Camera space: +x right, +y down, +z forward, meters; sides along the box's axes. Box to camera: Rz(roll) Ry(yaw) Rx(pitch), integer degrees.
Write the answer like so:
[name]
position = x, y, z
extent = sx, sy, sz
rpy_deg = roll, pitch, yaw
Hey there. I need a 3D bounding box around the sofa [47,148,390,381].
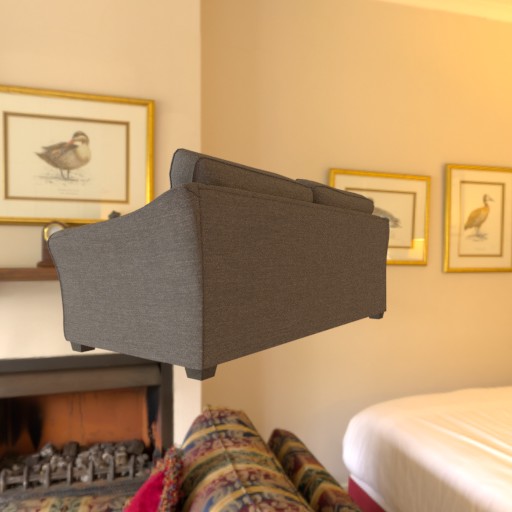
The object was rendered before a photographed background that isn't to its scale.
[sofa]
position = 0.000, 0.000, 2.794
extent = 0.971, 0.950, 2.270
rpy_deg = 0, 1, 36
